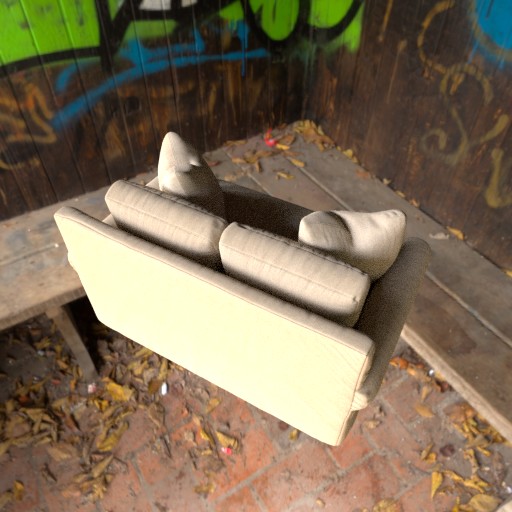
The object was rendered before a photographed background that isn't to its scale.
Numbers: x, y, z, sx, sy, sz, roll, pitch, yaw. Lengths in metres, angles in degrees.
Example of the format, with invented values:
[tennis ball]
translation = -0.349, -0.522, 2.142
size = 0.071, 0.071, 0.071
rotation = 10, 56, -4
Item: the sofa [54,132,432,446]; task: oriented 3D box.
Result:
[sofa]
translation = 0.000, 0.000, 2.234
size = 1.550, 0.905, 1.070
rotation = 22, 50, 20
